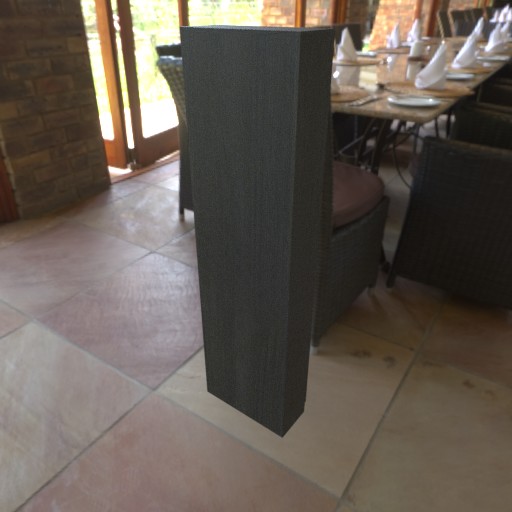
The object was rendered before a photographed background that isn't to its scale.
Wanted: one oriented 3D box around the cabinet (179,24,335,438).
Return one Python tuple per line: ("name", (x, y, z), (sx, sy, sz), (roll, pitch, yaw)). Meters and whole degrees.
("cabinet", (0.000, 0.000, 1.952), (0.500, 1.790, 0.230), (20, 36, 31))
